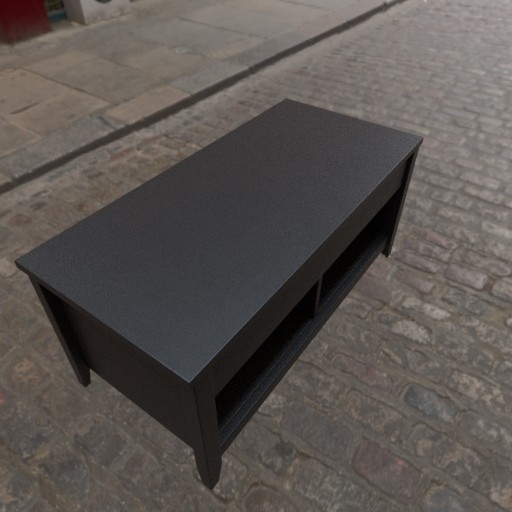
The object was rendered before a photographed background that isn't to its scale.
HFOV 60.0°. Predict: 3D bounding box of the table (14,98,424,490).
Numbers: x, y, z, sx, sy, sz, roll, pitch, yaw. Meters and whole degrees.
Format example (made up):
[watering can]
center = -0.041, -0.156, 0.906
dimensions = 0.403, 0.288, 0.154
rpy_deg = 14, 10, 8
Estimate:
[table]
center = 0.000, 0.000, 1.255
dimensions = 0.483, 0.457, 1.016
rpy_deg = 26, 48, 26
